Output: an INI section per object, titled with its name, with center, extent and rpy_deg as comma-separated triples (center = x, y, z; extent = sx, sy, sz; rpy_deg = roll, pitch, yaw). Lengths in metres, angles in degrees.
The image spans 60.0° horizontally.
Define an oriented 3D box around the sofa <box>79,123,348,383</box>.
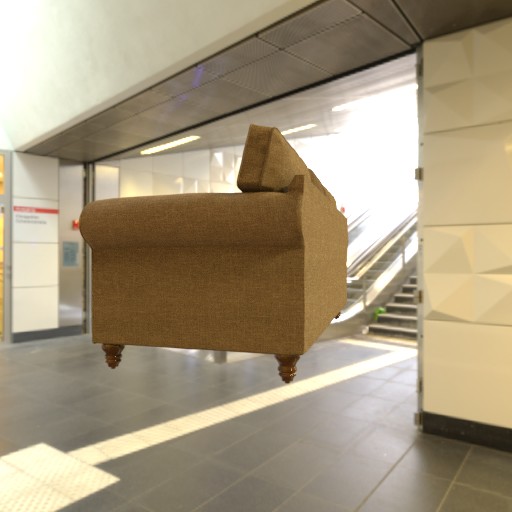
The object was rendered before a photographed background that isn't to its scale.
[sofa]
center = 0.000, 0.000, 2.620
extent = 0.916, 0.961, 2.084
rpy_deg = 0, 0, 16
